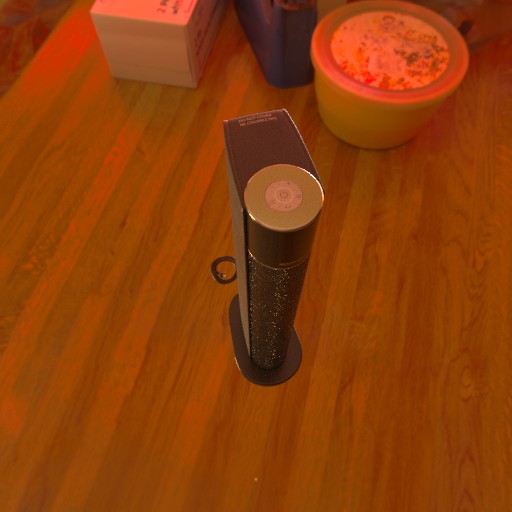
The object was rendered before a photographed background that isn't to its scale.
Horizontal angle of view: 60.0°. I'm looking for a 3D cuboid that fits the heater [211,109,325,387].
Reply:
[{"bbox_3d":[0.000,0.000,1.042,0.214,0.856,0.458,-13,64,-7],"label":"heater"}]
